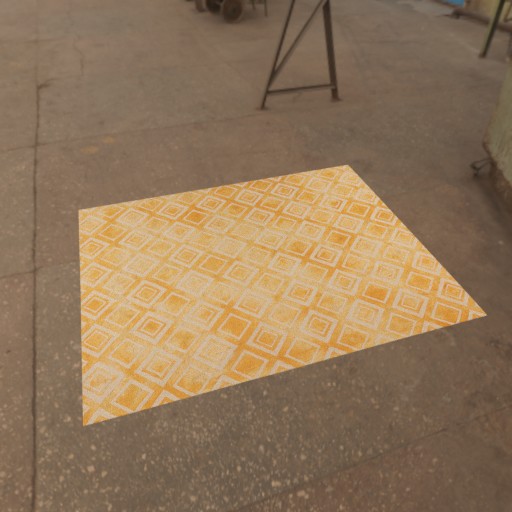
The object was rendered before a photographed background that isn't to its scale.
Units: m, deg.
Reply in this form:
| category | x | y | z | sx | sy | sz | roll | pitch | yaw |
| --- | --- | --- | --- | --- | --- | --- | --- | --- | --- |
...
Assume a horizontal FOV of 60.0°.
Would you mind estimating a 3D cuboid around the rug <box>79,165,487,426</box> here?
| category | x | y | z | sx | sy | sz | roll | pitch | yaw |
| --- | --- | --- | --- | --- | --- | --- | --- | --- | --- |
| rug | 0.000 | 0.000 | 3.991 | 3.037 | 0.011 | 2.433 | -12 | 43 | -13 |
